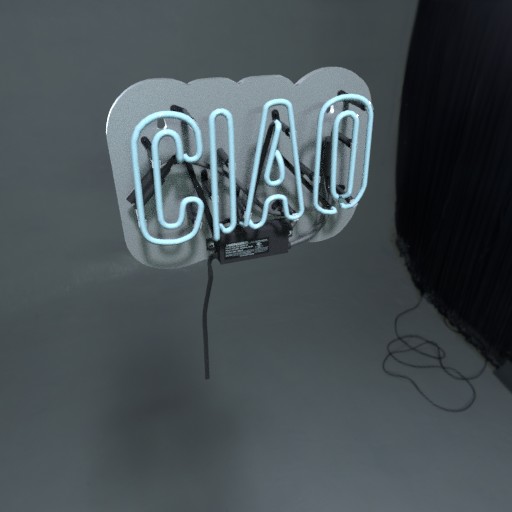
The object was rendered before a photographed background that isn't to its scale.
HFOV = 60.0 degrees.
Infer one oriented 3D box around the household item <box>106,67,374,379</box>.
[{"bbox_3d":[0.000,0.000,0.387,0.211,0.294,0.042,-10,34,-15],"label":"household item"}]
